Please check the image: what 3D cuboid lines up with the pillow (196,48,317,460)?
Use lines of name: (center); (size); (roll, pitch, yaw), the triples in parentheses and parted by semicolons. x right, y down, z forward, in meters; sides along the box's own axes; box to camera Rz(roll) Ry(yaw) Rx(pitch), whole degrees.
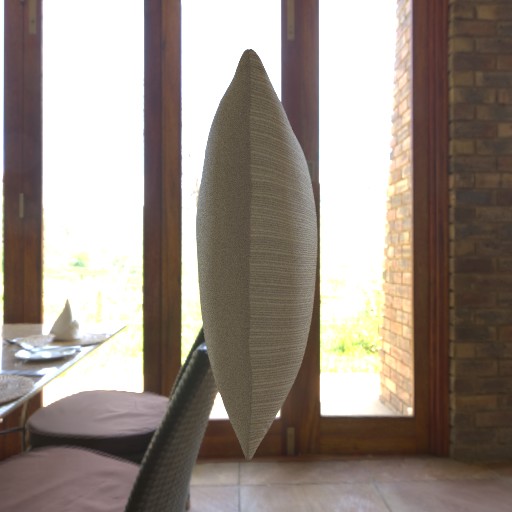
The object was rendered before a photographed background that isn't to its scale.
pillow: (0.000, 0.000, 0.781); (0.204, 0.497, 0.512); (0, -1, 1)
